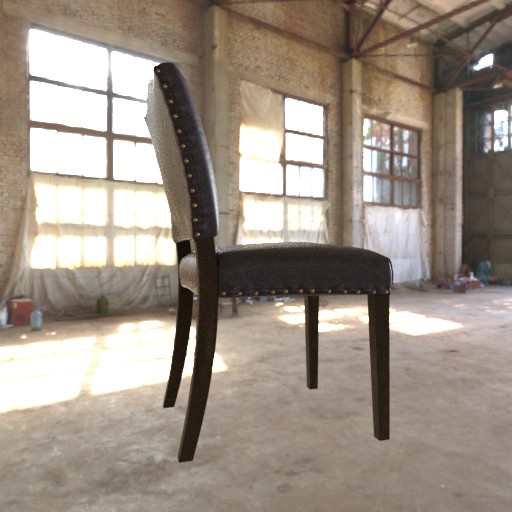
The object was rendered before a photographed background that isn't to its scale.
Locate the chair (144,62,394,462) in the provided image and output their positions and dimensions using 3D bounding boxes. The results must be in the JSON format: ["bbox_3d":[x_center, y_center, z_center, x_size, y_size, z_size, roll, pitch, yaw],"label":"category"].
[{"bbox_3d":[0.000,0.000,1.335,0.633,0.991,0.500,0,1,-17],"label":"chair"}]
